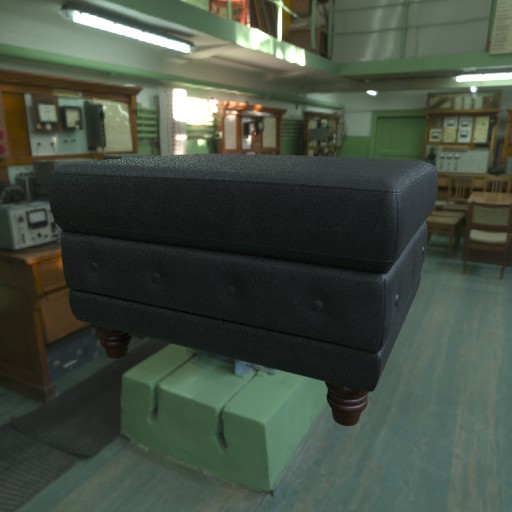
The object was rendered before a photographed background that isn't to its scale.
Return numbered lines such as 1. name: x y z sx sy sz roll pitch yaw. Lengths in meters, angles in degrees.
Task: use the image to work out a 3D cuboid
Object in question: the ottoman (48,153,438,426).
1. ottoman: 0.000 0.000 1.142 0.795 0.498 0.590 8 17 25
